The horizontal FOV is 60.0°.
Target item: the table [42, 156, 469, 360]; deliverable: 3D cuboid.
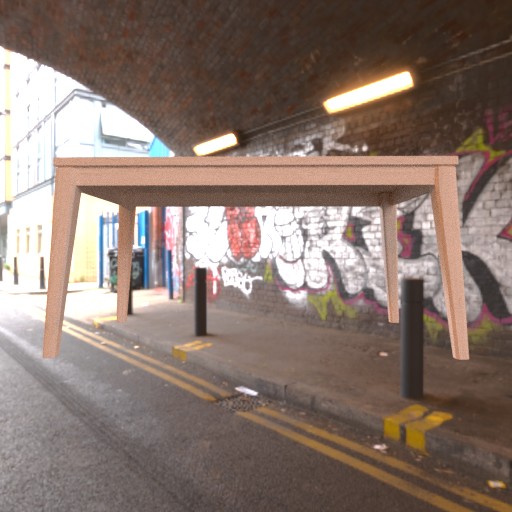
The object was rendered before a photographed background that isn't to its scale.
[{"bbox_3d":[0.000,0.000,2.098,1.600,0.760,0.900,0,1,1],"label":"table"}]
